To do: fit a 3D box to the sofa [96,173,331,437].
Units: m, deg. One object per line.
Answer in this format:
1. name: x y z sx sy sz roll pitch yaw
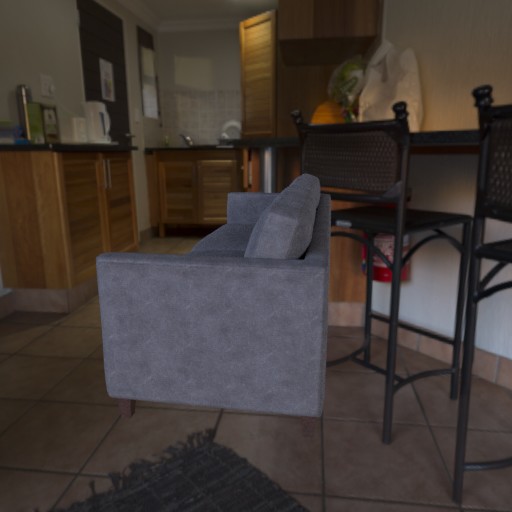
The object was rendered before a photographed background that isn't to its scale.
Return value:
1. sofa: 0.000 0.000 2.902 0.951 0.965 2.434 2 14 9
